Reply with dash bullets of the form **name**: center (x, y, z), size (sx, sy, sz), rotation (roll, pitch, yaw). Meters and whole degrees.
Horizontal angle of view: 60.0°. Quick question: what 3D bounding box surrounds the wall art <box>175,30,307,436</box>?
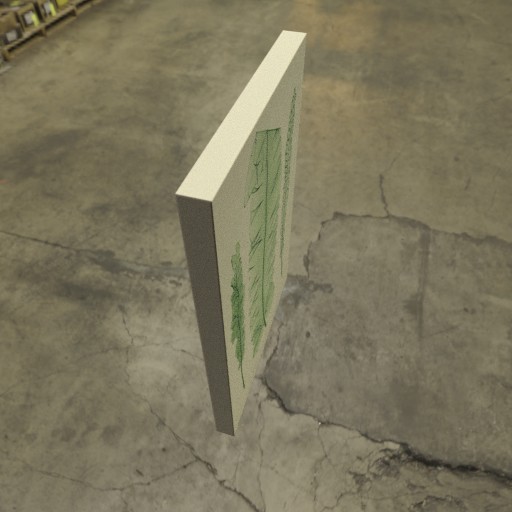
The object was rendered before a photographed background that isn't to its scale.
- **wall art**: center (0.000, 0.000, 0.788), size (0.038, 0.608, 0.418), rotation (13, 49, 11)
